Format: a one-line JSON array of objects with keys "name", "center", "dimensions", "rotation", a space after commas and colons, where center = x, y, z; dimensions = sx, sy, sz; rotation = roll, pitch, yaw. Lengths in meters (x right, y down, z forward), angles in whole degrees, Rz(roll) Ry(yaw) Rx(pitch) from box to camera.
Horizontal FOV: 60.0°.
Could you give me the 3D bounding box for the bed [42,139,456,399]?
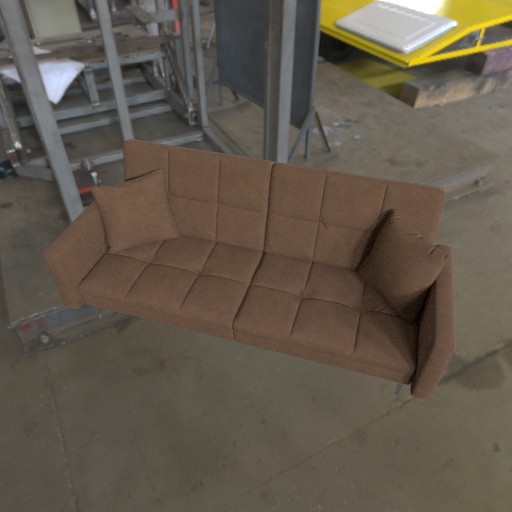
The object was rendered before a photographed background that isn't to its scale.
[{"name": "bed", "center": [0.000, 0.000, 2.341], "dimensions": [1.905, 0.787, 0.889], "rotation": [12, 44, 12]}]
